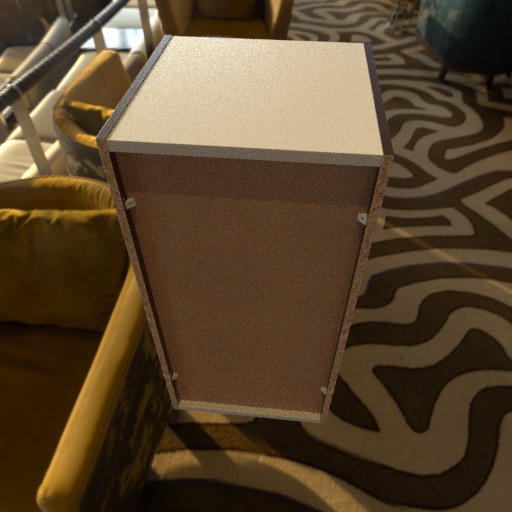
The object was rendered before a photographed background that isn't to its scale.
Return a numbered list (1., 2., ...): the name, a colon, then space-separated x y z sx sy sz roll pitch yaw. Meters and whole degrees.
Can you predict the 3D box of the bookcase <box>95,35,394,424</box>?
1. bookcase: 0.000 0.000 0.752 0.300 0.600 0.290 4 46 4
